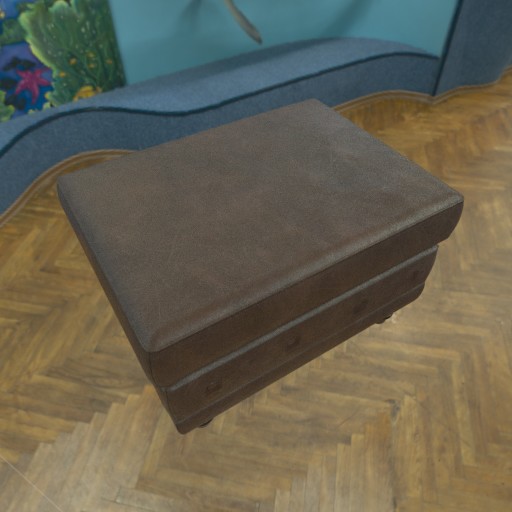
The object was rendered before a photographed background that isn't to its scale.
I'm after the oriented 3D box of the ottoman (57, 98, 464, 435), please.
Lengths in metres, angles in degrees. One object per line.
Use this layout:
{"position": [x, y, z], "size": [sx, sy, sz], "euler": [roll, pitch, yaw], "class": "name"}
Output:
{"position": [0.000, 0.000, 1.194], "size": [0.795, 0.509, 0.588], "euler": [-24, 50, -22], "class": "ottoman"}
